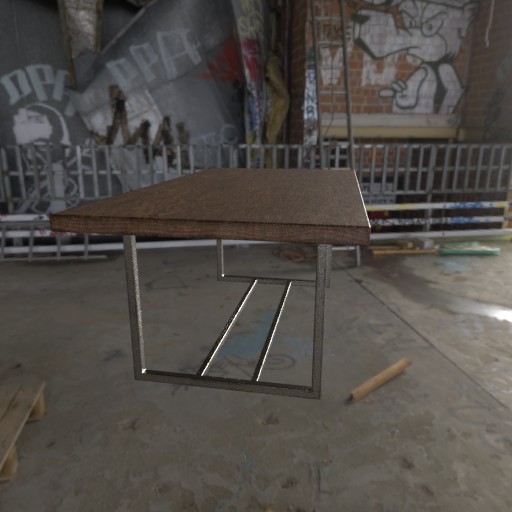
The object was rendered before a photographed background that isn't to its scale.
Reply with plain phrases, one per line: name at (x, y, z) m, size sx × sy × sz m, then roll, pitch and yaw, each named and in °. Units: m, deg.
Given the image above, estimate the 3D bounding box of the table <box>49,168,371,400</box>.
table at (0.000, 0.000, 2.475) m, size 1.078 × 0.795 × 1.989 m, roll 3°, pitch 16°, yaw 10°
